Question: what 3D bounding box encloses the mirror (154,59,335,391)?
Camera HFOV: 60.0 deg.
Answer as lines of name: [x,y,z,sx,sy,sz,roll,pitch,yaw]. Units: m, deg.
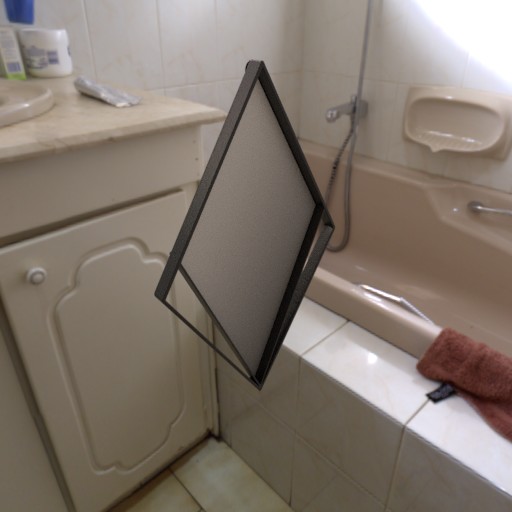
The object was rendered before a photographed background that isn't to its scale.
mirror: [0.000,0.000,0.835,0.419,0.679,0.032,-23,36,-35]
